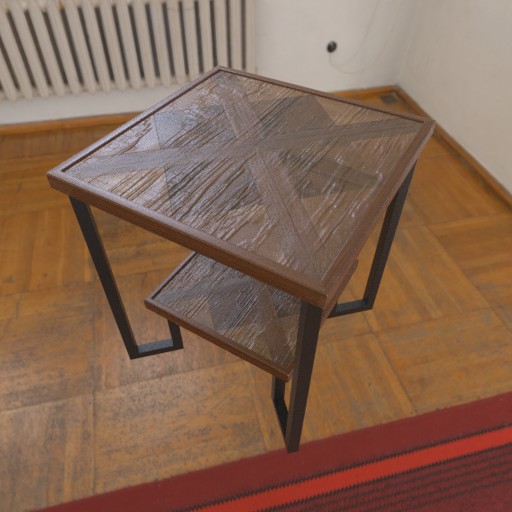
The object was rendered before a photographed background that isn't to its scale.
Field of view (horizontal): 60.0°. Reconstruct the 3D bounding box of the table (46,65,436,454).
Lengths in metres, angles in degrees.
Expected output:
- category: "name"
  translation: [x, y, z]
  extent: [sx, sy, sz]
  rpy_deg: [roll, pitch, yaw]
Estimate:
- category: "table"
  translation: [0.000, 0.000, 0.984]
  extent: [0.503, 0.563, 0.503]
  rpy_deg: [23, 50, 21]
